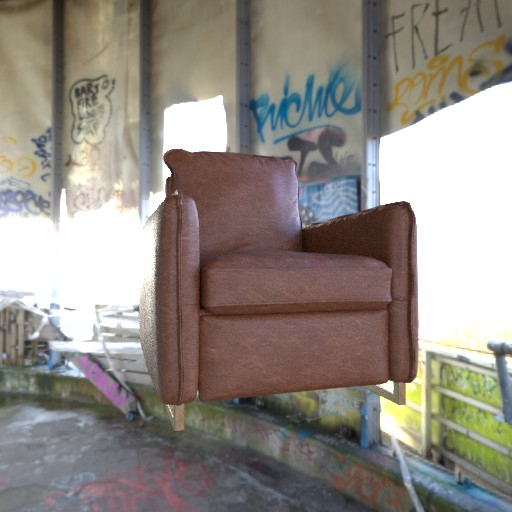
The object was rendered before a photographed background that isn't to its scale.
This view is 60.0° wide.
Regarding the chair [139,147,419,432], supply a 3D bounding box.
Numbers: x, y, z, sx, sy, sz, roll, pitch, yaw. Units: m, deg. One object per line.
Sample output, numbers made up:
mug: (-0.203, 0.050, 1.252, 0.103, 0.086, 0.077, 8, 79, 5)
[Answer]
chair: (0.000, 0.000, 1.649, 0.830, 0.922, 0.922, 0, -1, -18)
